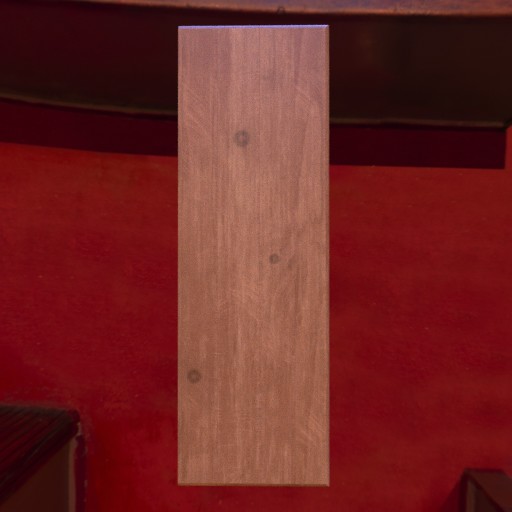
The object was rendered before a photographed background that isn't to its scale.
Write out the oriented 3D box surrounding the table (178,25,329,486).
[{"bbox_3d":[0.000,0.000,1.562,0.399,0.800,1.219,0,90,1],"label":"table"}]
